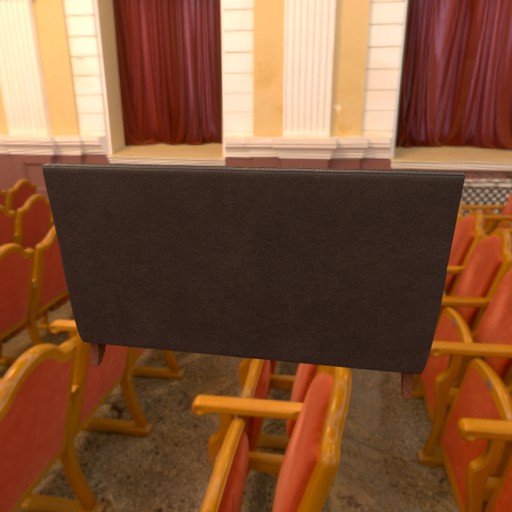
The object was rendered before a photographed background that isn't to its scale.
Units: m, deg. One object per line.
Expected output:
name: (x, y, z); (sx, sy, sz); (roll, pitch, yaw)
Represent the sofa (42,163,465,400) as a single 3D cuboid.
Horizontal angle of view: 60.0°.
sofa: (0.000, 0.000, 2.000); (1.473, 0.871, 0.787); (3, 18, 10)
